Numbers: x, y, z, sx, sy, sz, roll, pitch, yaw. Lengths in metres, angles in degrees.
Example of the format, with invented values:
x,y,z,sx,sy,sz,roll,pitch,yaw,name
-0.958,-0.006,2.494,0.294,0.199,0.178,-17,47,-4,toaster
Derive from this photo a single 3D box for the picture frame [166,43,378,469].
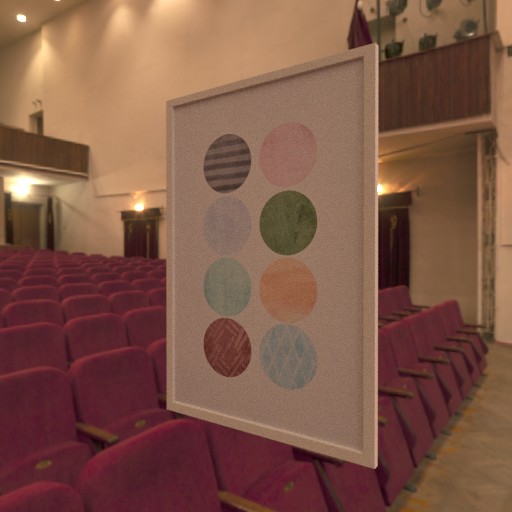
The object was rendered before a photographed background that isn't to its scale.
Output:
x,y,z,sx,sy,sz,roll,pitch,yaw,name
0.000,0.000,0.819,0.457,0.657,0.013,0,1,35,picture frame
